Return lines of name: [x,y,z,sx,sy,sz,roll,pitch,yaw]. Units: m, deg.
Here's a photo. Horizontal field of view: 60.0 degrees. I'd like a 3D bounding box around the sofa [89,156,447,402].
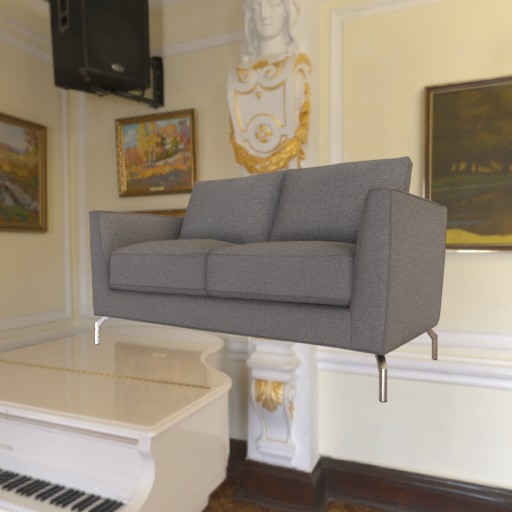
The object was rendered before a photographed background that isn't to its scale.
sofa: [0.000,0.000,2.165,1.594,0.924,0.803,0,1,35]
